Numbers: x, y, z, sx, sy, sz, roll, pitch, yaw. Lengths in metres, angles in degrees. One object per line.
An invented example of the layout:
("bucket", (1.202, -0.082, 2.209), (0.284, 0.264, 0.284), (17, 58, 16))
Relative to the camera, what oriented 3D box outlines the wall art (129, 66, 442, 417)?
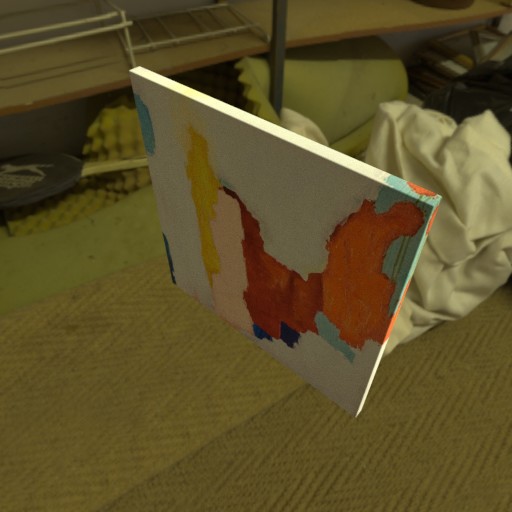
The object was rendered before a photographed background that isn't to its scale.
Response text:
("wall art", (0.000, 0.000, 1.530), (1.017, 1.017, 0.044), (32, 54, 27))
